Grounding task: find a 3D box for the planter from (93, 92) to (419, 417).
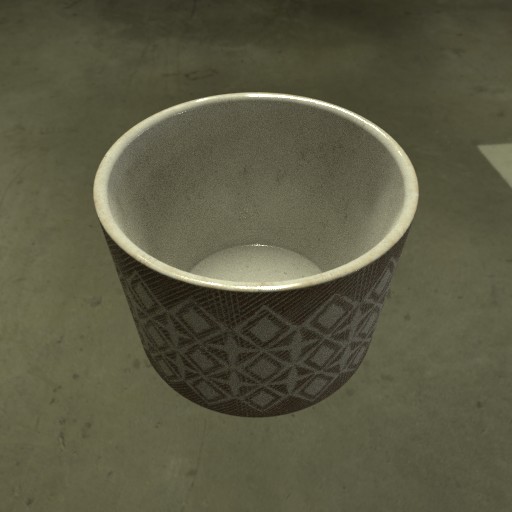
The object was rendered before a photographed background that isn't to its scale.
[{"bbox_3d":[0.000,0.000,0.215,0.126,0.104,0.126,0,47,0],"label":"planter"}]
